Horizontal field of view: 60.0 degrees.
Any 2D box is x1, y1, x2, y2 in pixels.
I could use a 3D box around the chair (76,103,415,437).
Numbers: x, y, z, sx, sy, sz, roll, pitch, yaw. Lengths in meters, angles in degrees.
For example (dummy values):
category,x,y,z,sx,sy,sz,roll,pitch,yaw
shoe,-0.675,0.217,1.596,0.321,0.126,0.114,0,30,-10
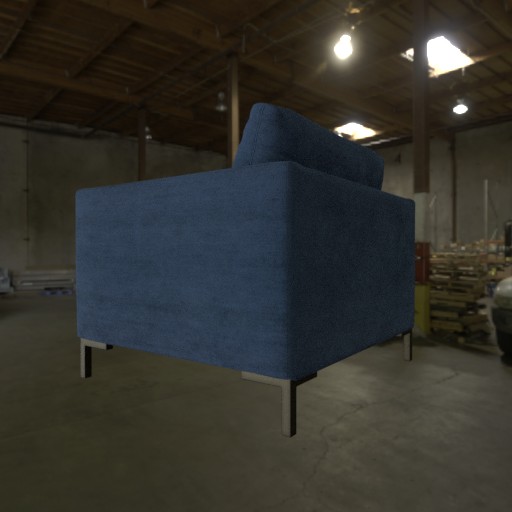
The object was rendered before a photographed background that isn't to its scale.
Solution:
category,x,y,z,sx,sy,sz,roll,pitch,yaw
chair,0.000,0.000,1.610,0.875,0.812,0.964,0,1,36
